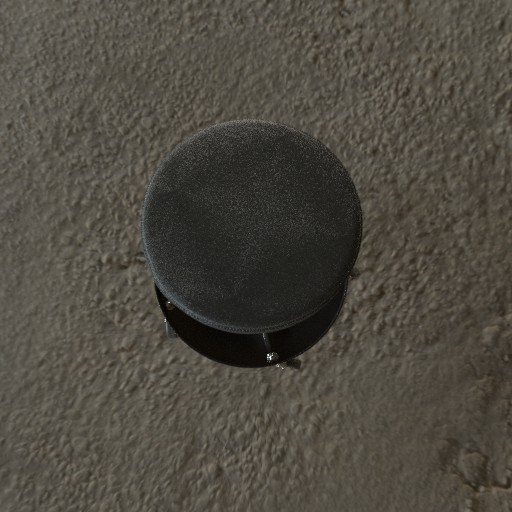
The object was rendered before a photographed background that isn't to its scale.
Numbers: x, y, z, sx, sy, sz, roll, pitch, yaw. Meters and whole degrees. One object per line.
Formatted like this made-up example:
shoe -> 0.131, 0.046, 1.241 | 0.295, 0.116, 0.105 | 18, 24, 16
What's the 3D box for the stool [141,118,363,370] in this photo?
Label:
stool -> 0.000, 0.000, 0.706 | 0.382, 0.365, 0.381 | -17, 76, -5
